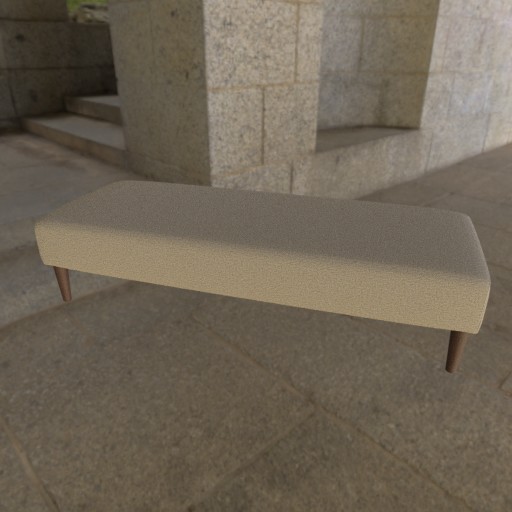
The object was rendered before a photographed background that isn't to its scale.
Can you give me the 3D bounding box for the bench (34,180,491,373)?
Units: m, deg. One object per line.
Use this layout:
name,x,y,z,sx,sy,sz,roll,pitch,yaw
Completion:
bench,0.000,0.000,1.807,1.609,0.393,0.646,8,27,15
